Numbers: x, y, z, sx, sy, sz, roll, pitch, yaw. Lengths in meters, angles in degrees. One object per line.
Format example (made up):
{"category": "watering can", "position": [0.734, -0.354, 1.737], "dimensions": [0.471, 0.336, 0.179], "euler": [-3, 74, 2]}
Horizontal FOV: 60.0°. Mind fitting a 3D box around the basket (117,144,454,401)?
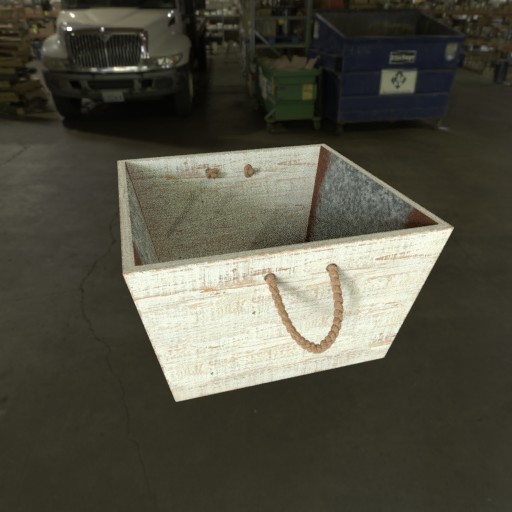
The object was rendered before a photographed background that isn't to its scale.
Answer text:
{"category": "basket", "position": [0.000, 0.000, 0.754], "dimensions": [0.413, 0.247, 0.545], "euler": [-8, 30, -14]}
